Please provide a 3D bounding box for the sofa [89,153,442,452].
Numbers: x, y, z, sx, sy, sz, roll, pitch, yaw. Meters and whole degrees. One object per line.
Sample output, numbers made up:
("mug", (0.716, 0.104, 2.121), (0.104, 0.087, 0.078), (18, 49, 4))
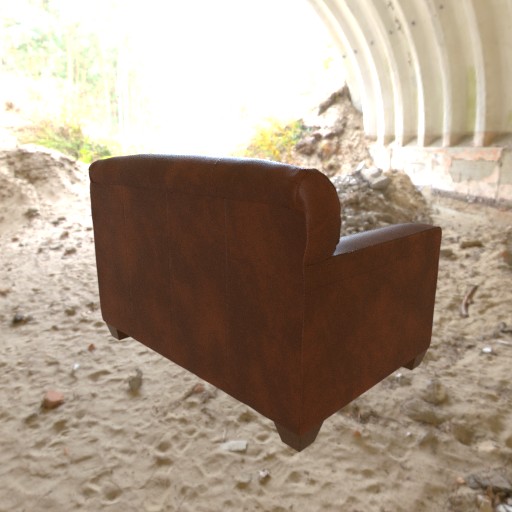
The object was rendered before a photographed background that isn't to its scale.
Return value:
("sofa", (0.000, 0.000, 2.109), (1.000, 0.956, 1.413), (-13, 19, -43))
